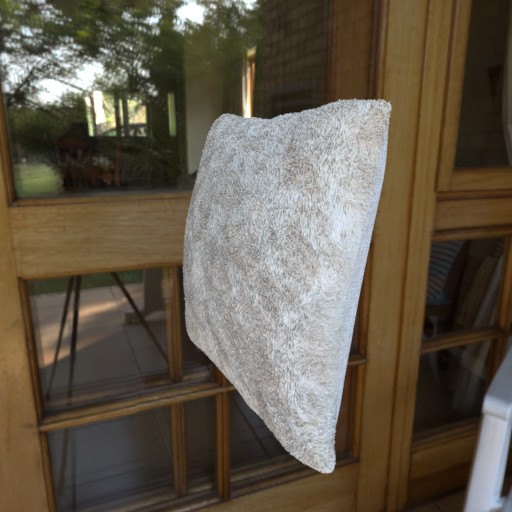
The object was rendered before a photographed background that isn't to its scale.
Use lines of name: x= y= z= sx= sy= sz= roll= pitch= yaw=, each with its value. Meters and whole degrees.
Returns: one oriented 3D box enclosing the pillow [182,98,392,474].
pillow: x=0.000 y=0.000 z=0.789 sx=0.218 sy=0.515 sz=0.529 roll=-7 pitch=16 yaw=-26
